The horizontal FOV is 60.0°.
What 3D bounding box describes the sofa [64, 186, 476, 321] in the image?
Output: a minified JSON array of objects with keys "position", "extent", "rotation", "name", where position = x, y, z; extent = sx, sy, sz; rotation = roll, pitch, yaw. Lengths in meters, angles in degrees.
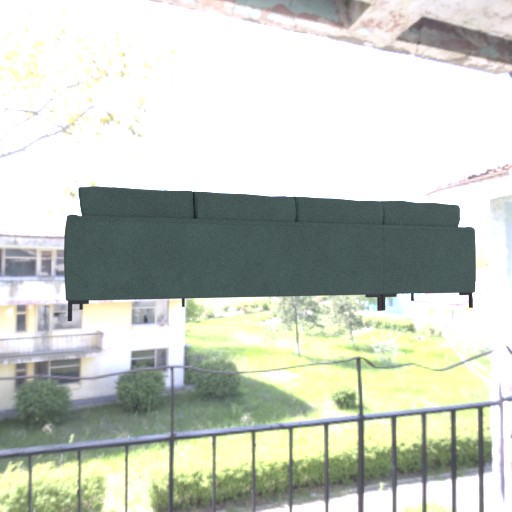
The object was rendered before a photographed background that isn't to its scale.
[{"position":[0.000,0.000,3.296],"extent":[2.486,0.687,1.707],"rotation":[0,-1,-17],"name":"sofa"}]
